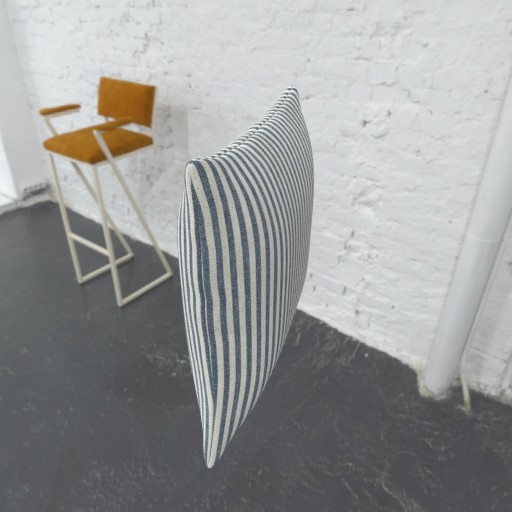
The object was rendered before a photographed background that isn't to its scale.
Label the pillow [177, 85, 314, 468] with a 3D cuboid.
[{"bbox_3d":[0.000,0.000,0.801,0.166,0.510,0.523,8,31,14],"label":"pillow"}]
